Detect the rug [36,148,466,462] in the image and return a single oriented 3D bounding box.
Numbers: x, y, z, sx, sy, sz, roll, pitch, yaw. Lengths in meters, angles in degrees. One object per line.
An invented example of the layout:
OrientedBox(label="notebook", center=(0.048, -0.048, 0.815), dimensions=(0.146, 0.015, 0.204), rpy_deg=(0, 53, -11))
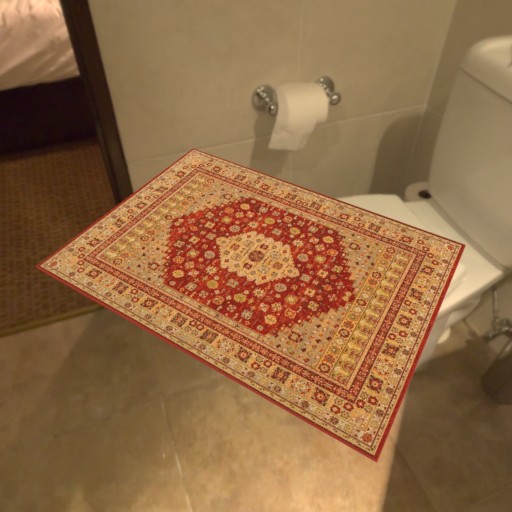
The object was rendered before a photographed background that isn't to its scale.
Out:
OrientedBox(label="rug", center=(0.000, 0.000, 2.803), dimensions=(2.211, 0.013, 1.593), rpy_deg=(24, 50, 22))
